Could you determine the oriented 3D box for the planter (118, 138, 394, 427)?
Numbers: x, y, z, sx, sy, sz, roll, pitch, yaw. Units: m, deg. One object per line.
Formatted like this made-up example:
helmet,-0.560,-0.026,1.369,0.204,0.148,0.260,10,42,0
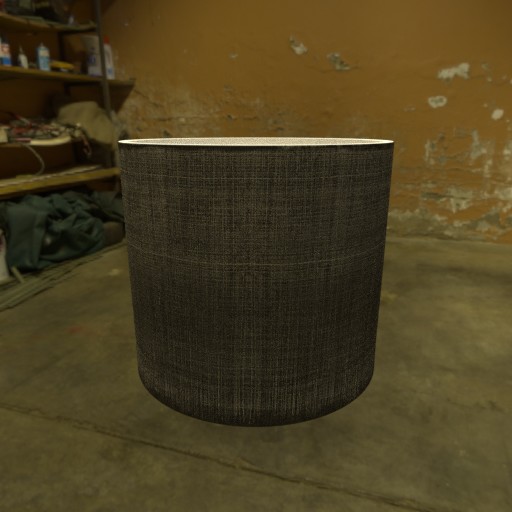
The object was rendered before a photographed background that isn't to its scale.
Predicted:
planter,0.000,0.000,0.397,0.221,0.201,0.221,0,16,0
